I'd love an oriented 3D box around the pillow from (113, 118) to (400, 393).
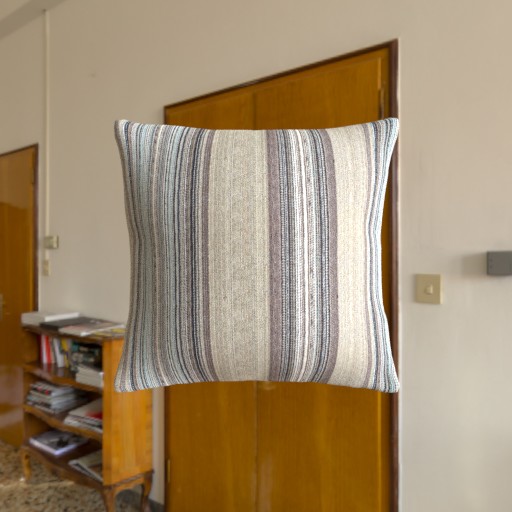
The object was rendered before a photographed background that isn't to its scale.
[{"bbox_3d":[0.000,0.000,0.664,0.435,0.416,0.189,0,0,1],"label":"pillow"}]
